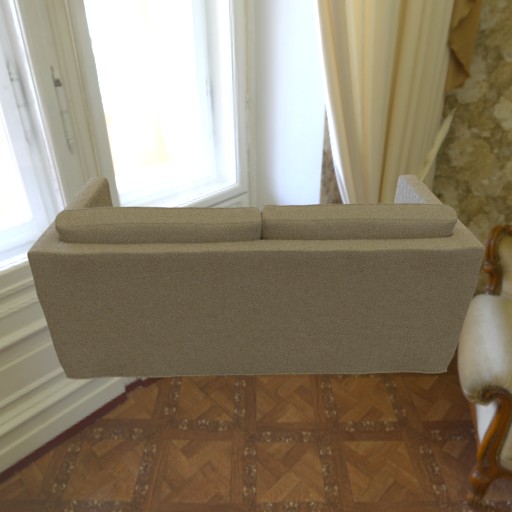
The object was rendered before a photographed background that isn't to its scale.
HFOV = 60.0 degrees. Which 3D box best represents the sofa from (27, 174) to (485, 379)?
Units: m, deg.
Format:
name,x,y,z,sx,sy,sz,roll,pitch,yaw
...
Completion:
name,x,y,z,sx,sy,sz,roll,pitch,yaw
sofa,0.000,0.000,2.415,1.987,0.847,0.956,-1,30,-1
